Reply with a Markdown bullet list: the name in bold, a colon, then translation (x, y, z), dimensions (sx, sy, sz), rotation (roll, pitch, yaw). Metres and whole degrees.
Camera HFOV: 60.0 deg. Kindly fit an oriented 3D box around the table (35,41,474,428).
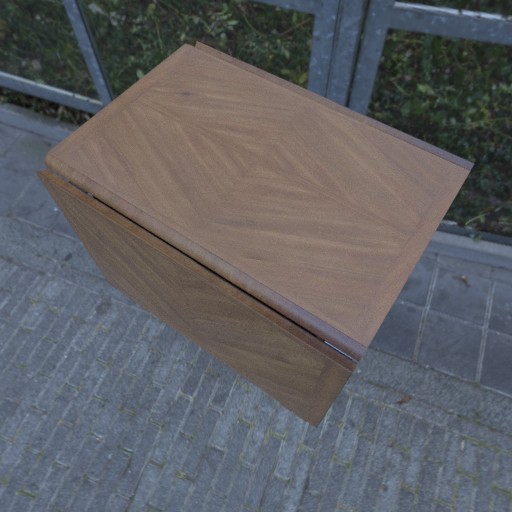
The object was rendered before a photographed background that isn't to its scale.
- **table**: translation (0.000, 0.000, 1.605), dimensions (0.967, 0.981, 0.701), rotation (31, 64, 17)
